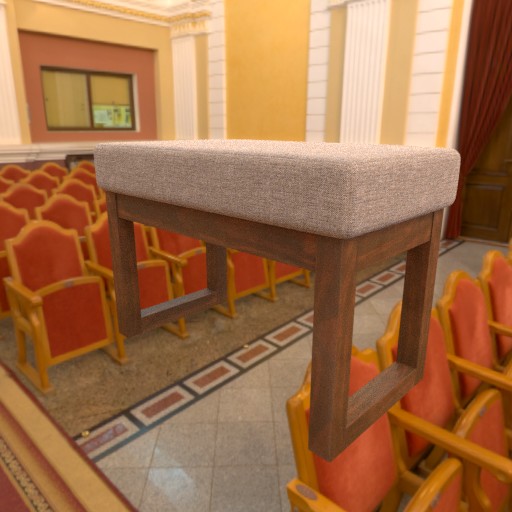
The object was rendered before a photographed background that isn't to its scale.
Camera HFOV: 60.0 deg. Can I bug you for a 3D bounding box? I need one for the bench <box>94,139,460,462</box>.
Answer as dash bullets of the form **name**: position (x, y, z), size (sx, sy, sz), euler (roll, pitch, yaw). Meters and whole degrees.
- **bench**: position (0.000, 0.000, 0.951), size (0.681, 0.467, 0.366), euler (16, 23, 42)
